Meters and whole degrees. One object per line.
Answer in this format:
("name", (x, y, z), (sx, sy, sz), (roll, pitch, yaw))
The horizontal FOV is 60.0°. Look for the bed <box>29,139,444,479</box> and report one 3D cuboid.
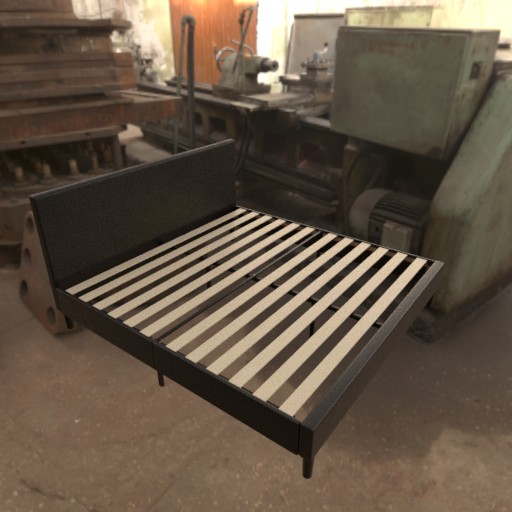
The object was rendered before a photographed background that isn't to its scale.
("bed", (0.000, 0.000, 3.226), (2.152, 1.046, 2.018), (19, 33, 32))
